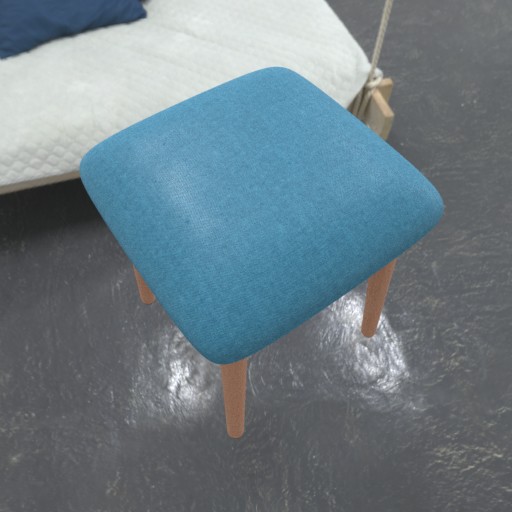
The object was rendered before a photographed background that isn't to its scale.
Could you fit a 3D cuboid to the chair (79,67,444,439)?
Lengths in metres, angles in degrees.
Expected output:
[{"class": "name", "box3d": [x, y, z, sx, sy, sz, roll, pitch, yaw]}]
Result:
[{"class": "chair", "box3d": [0.000, 0.000, 0.703, 0.360, 0.450, 0.360, -31, 63, -18]}]
